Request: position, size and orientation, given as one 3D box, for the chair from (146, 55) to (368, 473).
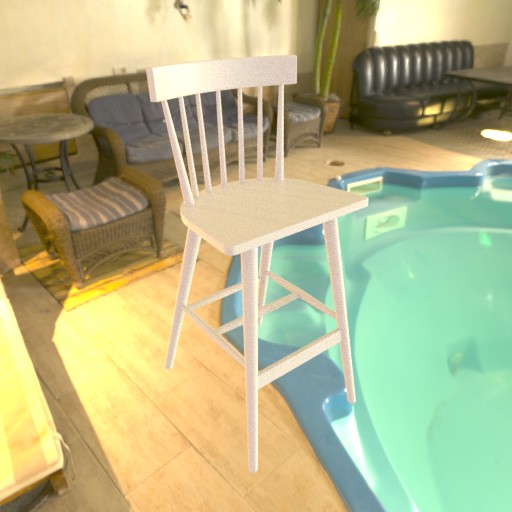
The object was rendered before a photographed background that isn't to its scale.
[{"bbox_3d":[0.000,0.000,1.370,0.483,1.092,0.572,-21,36,-32],"label":"chair"}]
